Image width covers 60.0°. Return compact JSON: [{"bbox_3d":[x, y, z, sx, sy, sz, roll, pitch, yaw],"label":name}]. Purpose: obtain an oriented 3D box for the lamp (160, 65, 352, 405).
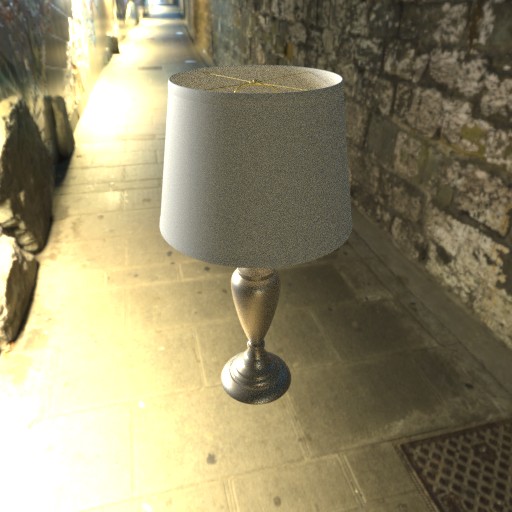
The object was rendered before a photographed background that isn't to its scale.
[{"bbox_3d":[0.000,0.000,0.807,0.328,0.612,0.328,0,31,0],"label":"lamp"}]
